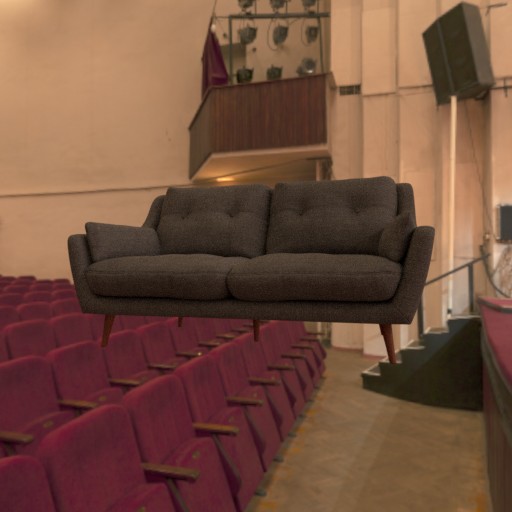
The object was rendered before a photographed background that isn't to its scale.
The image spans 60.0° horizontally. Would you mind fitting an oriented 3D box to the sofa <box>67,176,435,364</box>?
[{"bbox_3d":[0.000,0.000,2.290,1.646,0.887,0.976,0,-1,16],"label":"sofa"}]
